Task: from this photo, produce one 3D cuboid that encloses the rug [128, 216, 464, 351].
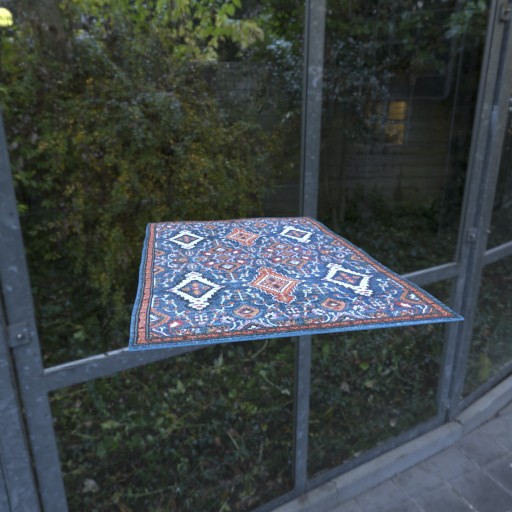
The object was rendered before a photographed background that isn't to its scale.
[{"bbox_3d":[0.000,0.000,2.364,1.195,0.014,1.847,-3,17,-11],"label":"rug"}]
